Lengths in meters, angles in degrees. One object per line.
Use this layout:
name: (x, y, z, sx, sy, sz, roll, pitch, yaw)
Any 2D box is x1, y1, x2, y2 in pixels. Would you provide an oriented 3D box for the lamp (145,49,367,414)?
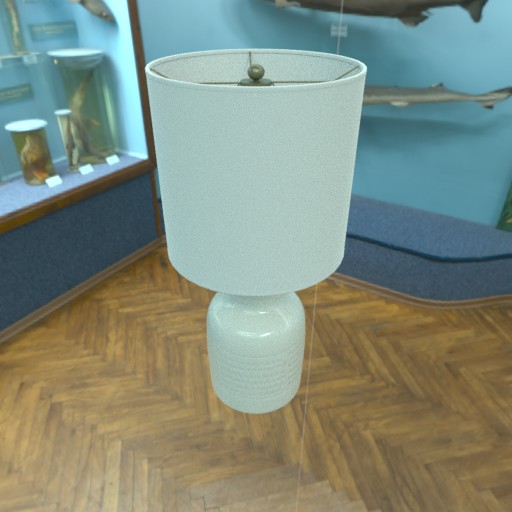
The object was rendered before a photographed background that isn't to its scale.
lamp: (0.000, 0.000, 0.487, 0.188, 0.392, 0.188, 20, 38, 29)
